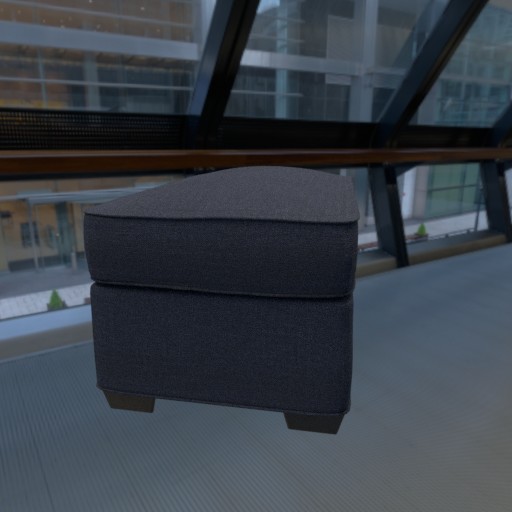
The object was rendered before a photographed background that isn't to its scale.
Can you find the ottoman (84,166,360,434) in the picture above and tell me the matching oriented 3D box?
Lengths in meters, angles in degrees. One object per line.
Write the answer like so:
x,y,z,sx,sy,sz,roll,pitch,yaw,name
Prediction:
0.000,0.000,1.197,0.505,0.453,0.895,3,16,10,ottoman
